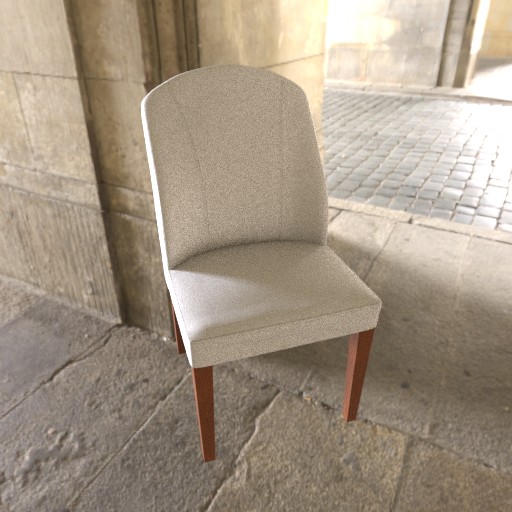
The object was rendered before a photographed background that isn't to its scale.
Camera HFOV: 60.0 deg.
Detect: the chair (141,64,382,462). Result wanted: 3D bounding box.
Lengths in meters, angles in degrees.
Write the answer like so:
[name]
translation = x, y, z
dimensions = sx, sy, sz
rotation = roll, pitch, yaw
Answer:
[chair]
translation = 0.000, 0.000, 1.187
dimensions = 0.472, 0.893, 0.540
rotation = -9, 31, -16
